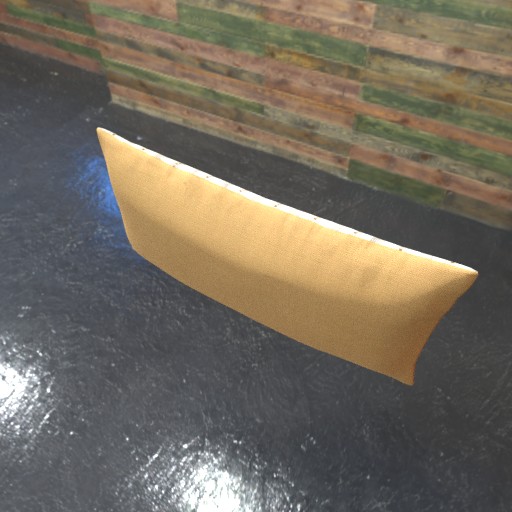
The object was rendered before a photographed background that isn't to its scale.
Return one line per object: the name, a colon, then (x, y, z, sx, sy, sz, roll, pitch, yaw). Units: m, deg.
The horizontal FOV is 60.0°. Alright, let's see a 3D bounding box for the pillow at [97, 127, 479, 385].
pillow: (0.000, 0.000, 0.728, 0.608, 0.291, 0.151, 24, 52, 20)
